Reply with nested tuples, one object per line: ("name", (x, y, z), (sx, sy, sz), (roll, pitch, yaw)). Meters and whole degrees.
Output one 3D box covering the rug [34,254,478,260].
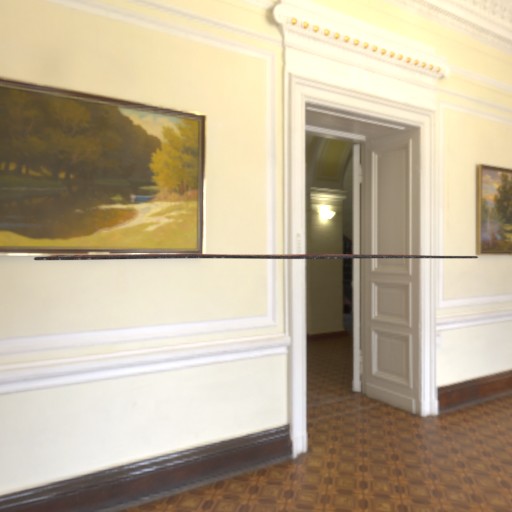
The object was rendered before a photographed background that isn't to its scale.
("rug", (0.000, 0.000, 3.586), (3.032, 0.034, 1.522), (0, 0, -18))
